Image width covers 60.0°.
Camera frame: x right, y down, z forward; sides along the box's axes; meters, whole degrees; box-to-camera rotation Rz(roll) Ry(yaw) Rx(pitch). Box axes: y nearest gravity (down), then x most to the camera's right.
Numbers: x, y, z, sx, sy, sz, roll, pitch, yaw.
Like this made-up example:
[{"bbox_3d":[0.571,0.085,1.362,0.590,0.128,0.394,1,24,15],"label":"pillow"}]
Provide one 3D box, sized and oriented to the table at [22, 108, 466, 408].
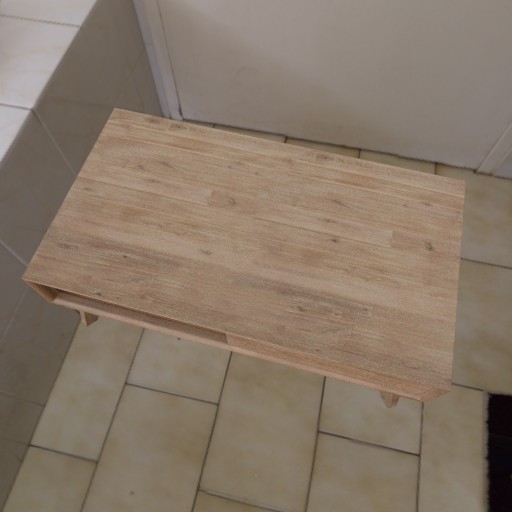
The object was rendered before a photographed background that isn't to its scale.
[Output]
[{"bbox_3d":[0.000,0.000,2.036,1.619,0.531,0.918,14,64,7],"label":"table"}]
